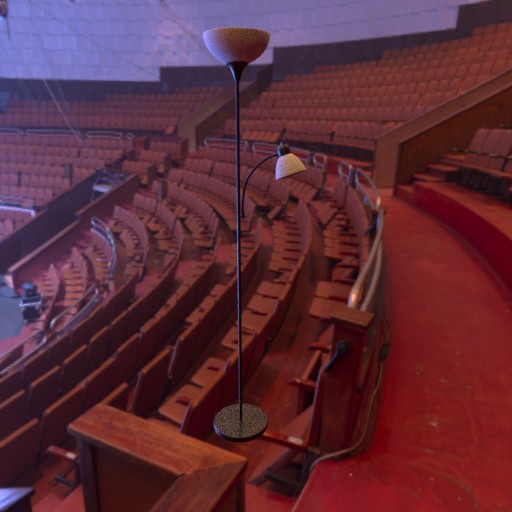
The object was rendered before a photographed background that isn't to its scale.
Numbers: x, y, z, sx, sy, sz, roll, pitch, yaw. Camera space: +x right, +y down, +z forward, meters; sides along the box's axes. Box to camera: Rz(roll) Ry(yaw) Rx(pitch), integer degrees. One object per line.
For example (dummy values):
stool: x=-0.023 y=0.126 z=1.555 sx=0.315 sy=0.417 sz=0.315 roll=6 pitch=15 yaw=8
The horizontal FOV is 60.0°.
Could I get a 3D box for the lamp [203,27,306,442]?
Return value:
lamp: x=0.000 y=0.000 z=1.971 sx=0.442 sy=1.804 sz=0.279 roll=8 pitch=18 yaw=26
